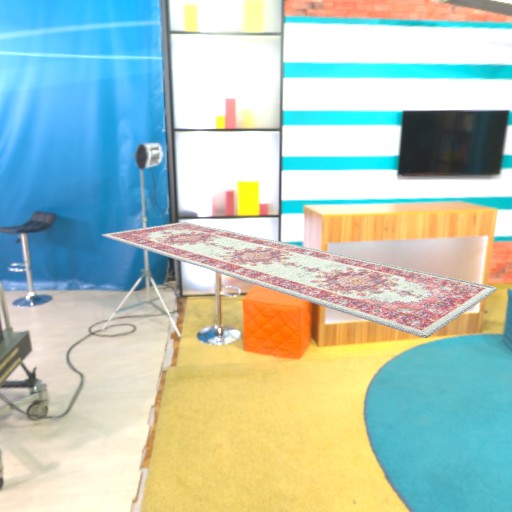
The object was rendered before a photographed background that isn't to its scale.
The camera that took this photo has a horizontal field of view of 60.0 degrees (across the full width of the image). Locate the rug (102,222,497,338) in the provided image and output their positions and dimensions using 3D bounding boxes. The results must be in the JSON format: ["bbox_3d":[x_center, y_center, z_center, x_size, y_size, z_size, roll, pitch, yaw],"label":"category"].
[{"bbox_3d":[0.000,0.000,1.975,0.562,0.009,1.824,-14,20,-43],"label":"rug"}]
